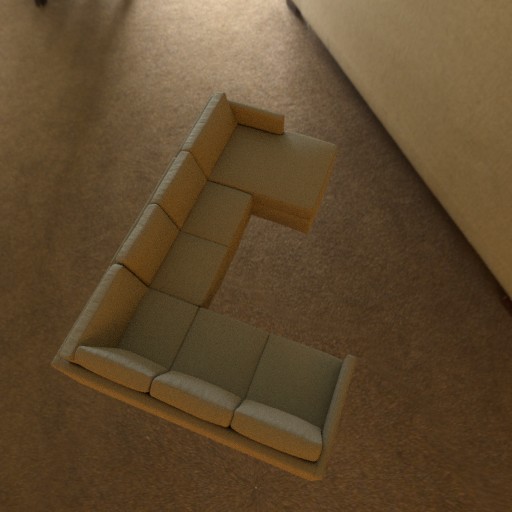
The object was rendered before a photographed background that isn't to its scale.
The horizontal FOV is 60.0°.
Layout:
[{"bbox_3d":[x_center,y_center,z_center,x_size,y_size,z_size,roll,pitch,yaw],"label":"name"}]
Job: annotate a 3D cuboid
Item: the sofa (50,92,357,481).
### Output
[{"bbox_3d":[0.000,0.000,4.511,2.427,0.882,3.460,19,64,10],"label":"sofa"}]
